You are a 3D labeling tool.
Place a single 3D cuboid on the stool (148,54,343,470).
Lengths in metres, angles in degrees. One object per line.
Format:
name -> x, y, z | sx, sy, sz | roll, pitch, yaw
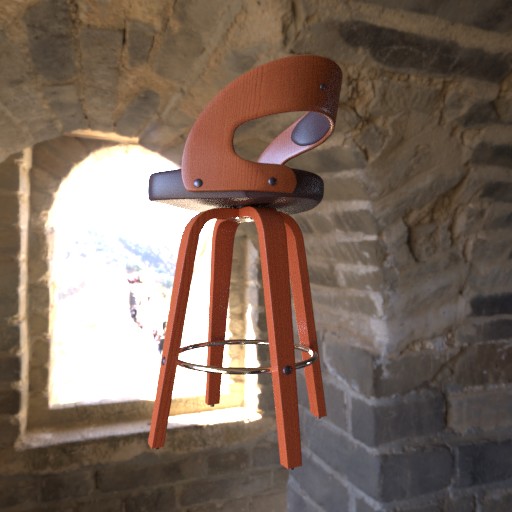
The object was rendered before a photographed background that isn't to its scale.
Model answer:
stool -> 0.000, 0.000, 1.184 | 0.457, 0.940, 0.457 | 0, -1, 18
